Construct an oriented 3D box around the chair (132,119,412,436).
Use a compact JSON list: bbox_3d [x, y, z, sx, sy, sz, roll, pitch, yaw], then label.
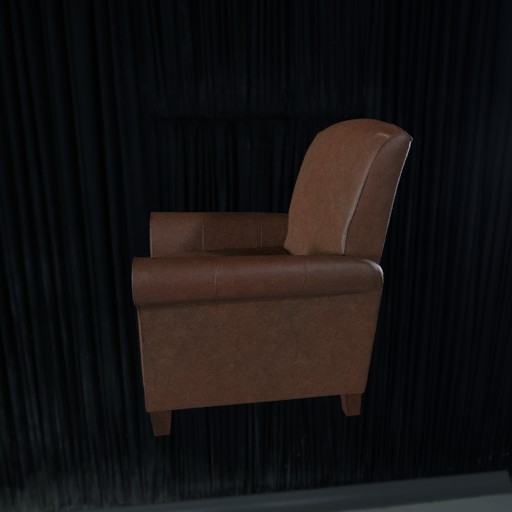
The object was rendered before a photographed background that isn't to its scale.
[{"bbox_3d":[0.000,0.000,1.790,0.902,1.061,0.978,-2,15,-9],"label":"chair"}]
